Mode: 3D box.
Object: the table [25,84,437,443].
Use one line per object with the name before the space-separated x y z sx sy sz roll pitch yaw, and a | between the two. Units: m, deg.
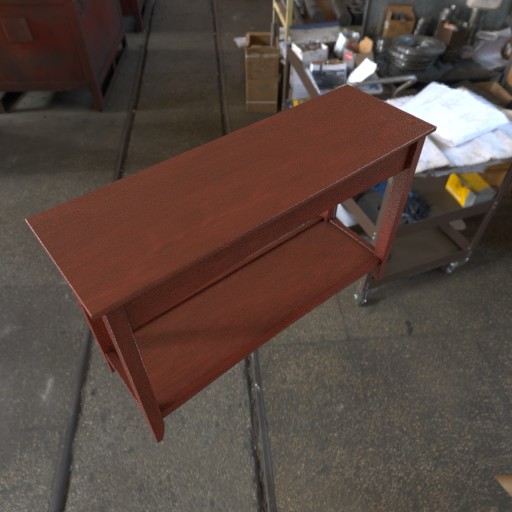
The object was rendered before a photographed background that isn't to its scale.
table | 0.000 0.000 1.538 1.188 0.739 0.392 -30 53 -26
